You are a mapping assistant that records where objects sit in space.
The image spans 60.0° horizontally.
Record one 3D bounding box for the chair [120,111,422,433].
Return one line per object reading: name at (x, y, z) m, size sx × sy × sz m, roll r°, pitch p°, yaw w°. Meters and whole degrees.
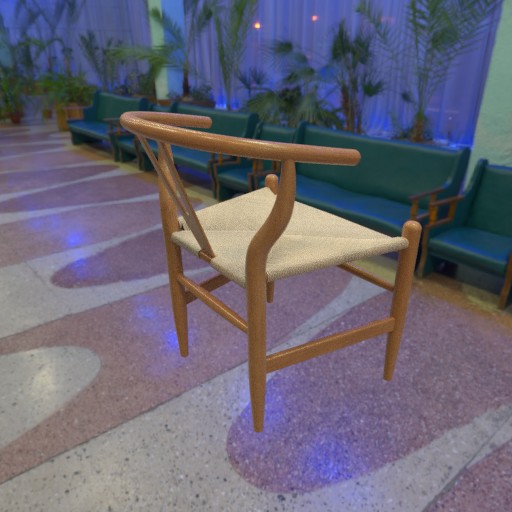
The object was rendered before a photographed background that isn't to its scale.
chair at (0.000, 0.000, 1.139) m, size 0.579 × 0.730 × 0.569 m, roll -19°, pitch 31°, yaw -34°
